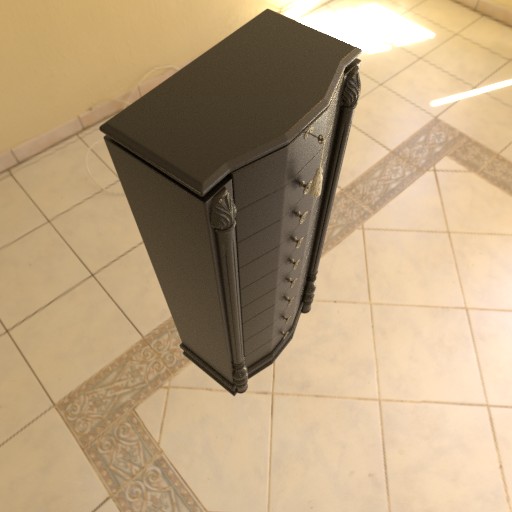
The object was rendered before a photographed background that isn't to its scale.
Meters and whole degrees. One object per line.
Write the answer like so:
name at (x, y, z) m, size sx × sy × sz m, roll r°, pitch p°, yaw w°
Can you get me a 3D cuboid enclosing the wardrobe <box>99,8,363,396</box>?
wardrobe at (0.000, 0.000, 1.148) m, size 0.295 × 1.011 × 0.444 m, roll 34°, pitch 64°, yaw 19°
